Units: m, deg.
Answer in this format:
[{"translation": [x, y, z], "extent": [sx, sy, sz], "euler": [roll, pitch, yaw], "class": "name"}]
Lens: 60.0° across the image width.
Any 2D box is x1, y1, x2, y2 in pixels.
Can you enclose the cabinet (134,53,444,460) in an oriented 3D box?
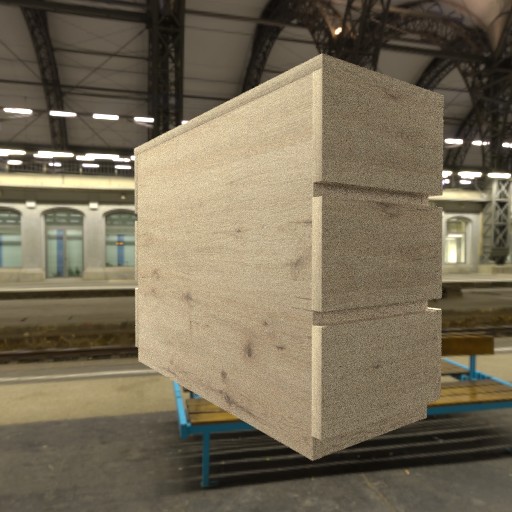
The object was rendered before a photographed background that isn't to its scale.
[{"translation": [0.000, 0.000, 1.425], "extent": [0.420, 0.820, 1.040], "euler": [-1, 1, -35], "class": "cabinet"}]
